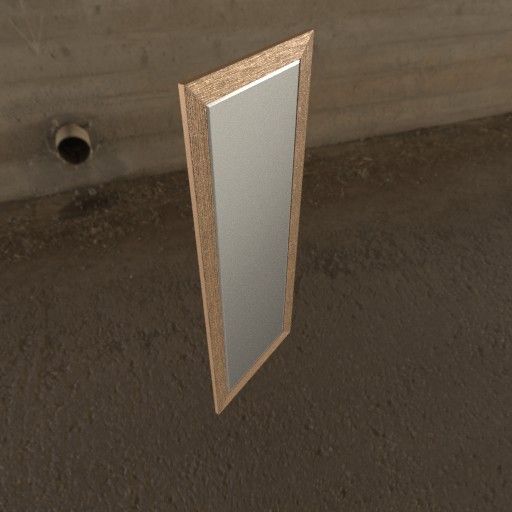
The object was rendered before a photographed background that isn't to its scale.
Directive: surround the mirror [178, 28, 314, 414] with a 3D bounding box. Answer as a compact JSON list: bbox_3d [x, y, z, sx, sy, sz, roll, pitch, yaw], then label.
[{"bbox_3d":[0.000,0.000,2.335,0.026,2.031,0.812,26,47,26],"label":"mirror"}]
